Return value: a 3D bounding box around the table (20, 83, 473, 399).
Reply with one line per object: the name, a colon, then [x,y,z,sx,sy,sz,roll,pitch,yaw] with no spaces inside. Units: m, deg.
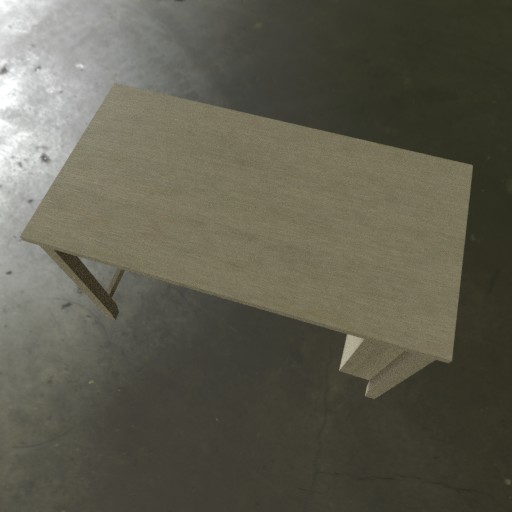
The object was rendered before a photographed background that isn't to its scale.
table: [0.000,0.000,1.908,1.397,0.874,0.729,15,65,7]
